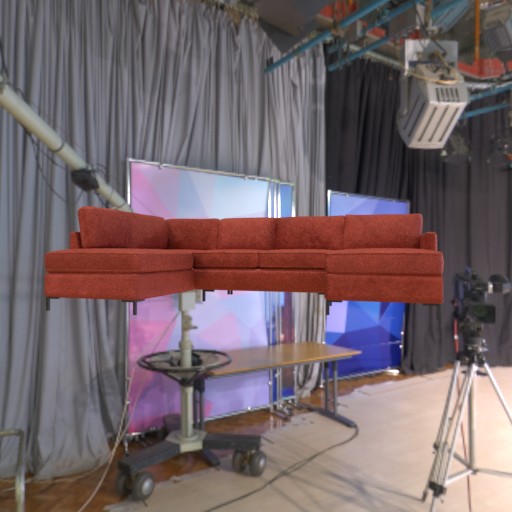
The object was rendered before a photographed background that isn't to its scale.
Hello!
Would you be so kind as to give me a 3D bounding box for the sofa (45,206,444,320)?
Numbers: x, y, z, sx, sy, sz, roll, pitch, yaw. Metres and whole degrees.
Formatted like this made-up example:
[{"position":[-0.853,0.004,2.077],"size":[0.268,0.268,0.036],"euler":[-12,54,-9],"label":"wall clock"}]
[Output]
[{"position":[0.000,0.000,4.469],"size":[3.434,0.992,2.055],"euler":[0,0,18],"label":"sofa"}]
